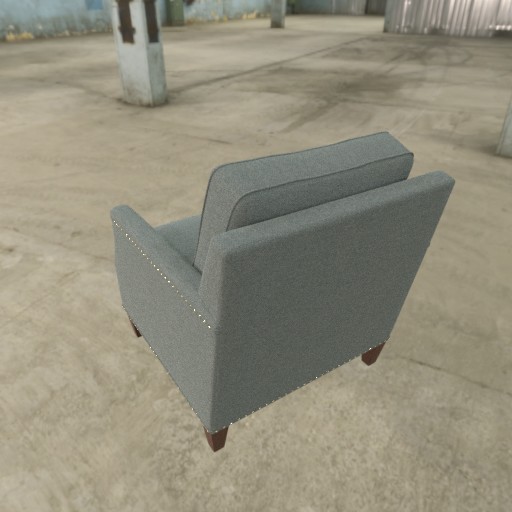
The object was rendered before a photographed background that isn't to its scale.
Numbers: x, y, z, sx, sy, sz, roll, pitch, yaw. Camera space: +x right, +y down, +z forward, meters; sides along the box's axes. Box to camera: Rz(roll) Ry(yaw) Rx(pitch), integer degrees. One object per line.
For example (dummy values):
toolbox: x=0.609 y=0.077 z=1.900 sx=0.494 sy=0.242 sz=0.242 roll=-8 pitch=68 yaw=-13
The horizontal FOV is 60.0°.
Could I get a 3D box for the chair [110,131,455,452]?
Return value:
chair: x=0.000 y=0.000 z=1.768 sx=0.885 sy=1.031 sz=1.031 roll=-19 pitch=35 yaw=-29
